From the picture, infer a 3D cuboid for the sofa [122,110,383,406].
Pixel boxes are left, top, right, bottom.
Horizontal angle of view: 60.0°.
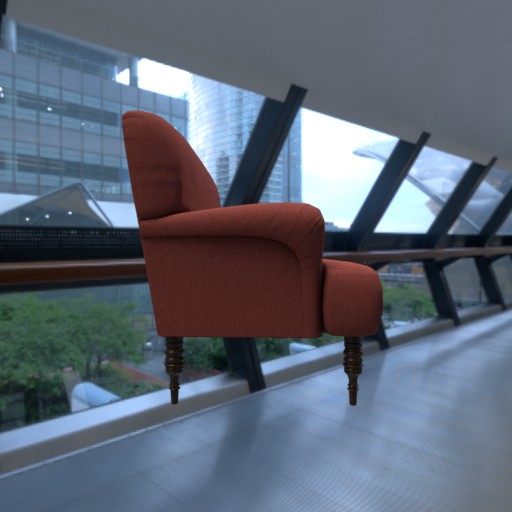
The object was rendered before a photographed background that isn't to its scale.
[{"bbox_3d":[0.000,0.000,1.873,0.779,0.889,1.297,0,0,1],"label":"sofa"}]
